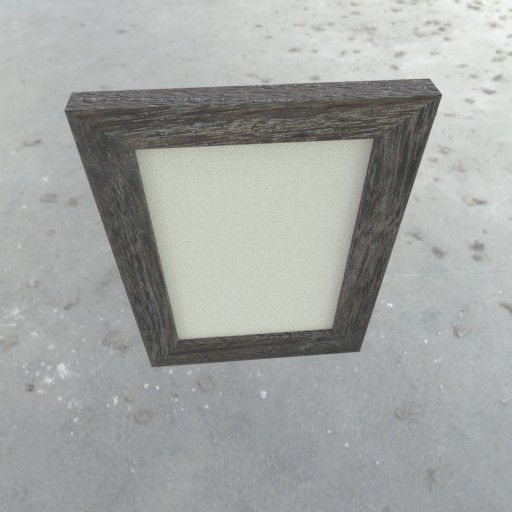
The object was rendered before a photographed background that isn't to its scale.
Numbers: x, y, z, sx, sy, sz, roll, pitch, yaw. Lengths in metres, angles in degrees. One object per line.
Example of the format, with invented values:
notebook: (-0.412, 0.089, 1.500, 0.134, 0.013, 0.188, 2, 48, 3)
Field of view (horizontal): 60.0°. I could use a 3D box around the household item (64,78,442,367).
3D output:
household item: (0.000, 0.000, 0.270, 0.160, 0.210, 0.020, -4, 47, -3)
